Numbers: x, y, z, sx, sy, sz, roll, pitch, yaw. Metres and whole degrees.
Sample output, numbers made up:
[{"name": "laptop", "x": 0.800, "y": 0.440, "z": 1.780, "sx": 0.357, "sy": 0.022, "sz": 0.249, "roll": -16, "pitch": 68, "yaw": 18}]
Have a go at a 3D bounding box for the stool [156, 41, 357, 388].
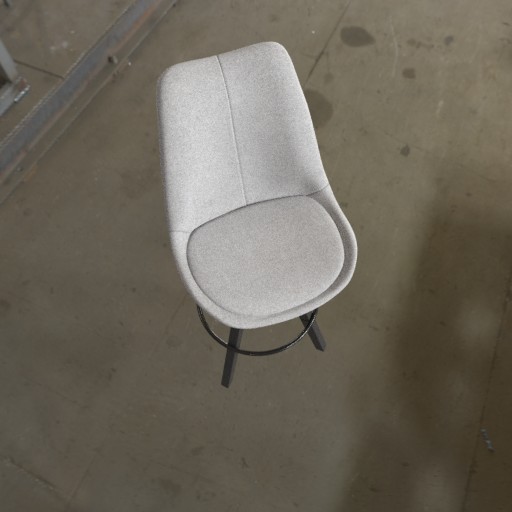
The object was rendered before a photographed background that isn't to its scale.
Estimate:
[{"name": "stool", "x": 0.000, "y": 0.000, "z": 1.403, "sx": 0.485, "sy": 1.115, "sz": 0.550, "roll": -18, "pitch": 65, "yaw": -9}]
